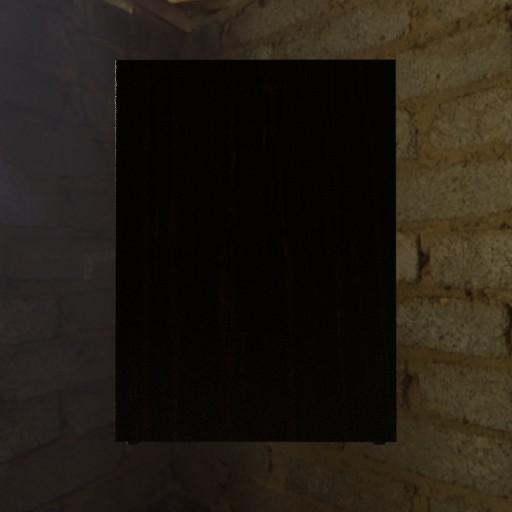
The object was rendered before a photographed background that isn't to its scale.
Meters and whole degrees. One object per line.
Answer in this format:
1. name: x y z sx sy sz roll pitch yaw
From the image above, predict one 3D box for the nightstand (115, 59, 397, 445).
1. nightstand: 0.000 0.000 0.808 0.400 0.559 0.356 0 0 0
